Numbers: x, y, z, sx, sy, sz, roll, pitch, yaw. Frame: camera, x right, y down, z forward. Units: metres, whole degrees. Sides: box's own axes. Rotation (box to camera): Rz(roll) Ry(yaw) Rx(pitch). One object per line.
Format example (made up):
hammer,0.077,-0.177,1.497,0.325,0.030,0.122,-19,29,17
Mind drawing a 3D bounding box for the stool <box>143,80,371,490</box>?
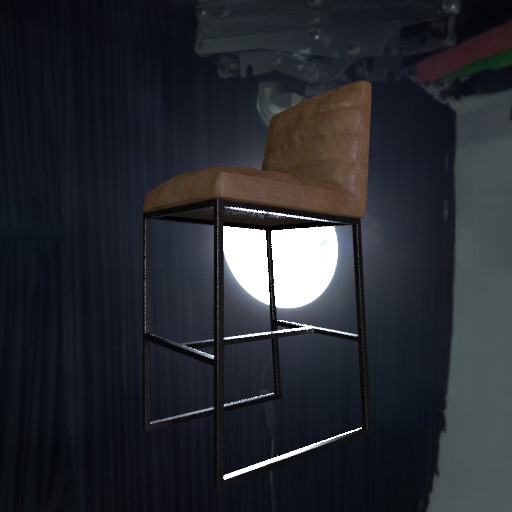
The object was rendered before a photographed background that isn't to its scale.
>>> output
stool,0.000,0.000,1.342,0.562,1.065,0.463,0,0,-36
